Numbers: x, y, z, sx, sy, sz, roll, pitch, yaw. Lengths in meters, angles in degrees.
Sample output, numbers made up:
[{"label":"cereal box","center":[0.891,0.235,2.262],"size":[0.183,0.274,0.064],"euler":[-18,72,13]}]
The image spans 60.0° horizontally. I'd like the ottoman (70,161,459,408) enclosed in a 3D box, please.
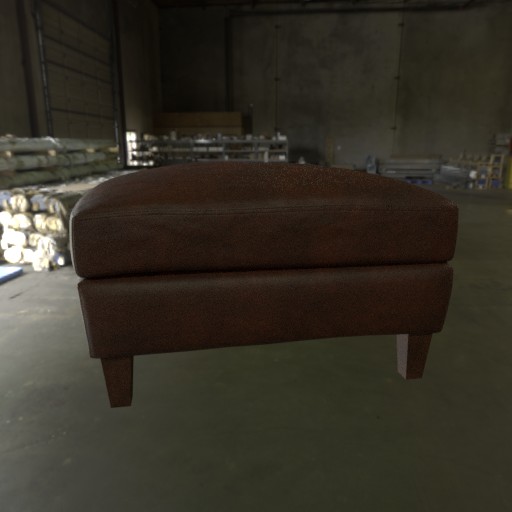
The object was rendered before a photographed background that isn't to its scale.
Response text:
[{"label":"ottoman","center":[0.000,0.000,1.269],"size":[0.887,0.527,0.659],"euler":[-2,15,-10]}]
